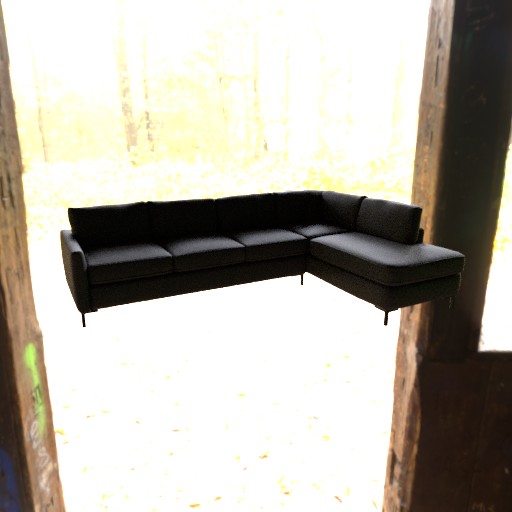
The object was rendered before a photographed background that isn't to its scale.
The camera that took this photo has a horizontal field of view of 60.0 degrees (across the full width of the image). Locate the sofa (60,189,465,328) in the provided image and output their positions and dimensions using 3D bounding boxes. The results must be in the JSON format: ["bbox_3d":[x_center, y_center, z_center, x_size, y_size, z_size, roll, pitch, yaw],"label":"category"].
[{"bbox_3d":[0.000,0.000,3.851,2.972,0.858,1.984,-8,17,-27],"label":"sofa"}]
